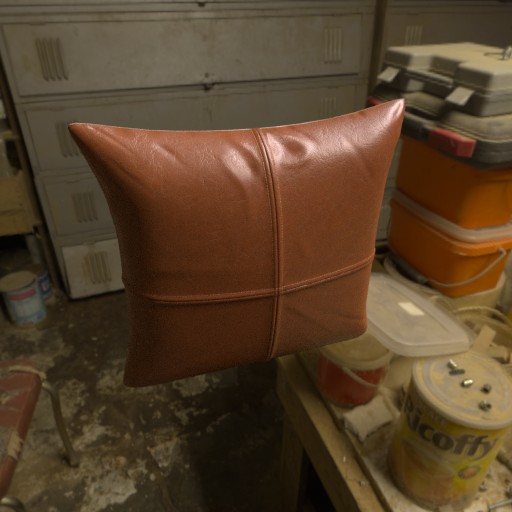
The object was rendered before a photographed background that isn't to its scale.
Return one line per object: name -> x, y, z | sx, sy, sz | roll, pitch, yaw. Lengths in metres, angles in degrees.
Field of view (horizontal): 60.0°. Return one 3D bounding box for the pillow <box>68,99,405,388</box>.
pillow -> 0.000, 0.000, 0.746 | 0.501, 0.477, 0.192 | -10, 32, -16
